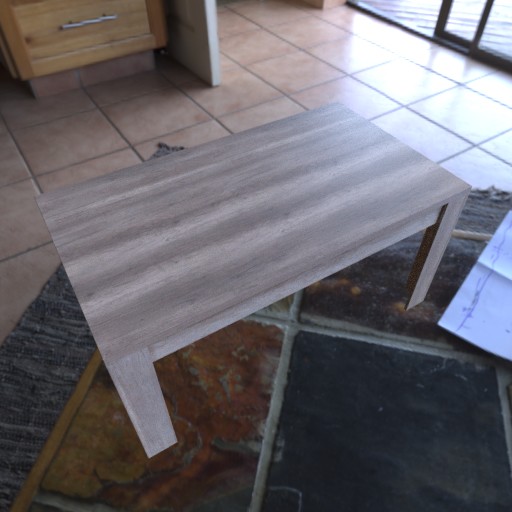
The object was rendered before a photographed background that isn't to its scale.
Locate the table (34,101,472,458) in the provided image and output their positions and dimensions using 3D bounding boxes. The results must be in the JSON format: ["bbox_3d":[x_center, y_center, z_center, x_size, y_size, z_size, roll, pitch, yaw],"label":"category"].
[{"bbox_3d":[0.000,0.000,2.131,1.600,0.775,0.900,-24,50,-21],"label":"table"}]
